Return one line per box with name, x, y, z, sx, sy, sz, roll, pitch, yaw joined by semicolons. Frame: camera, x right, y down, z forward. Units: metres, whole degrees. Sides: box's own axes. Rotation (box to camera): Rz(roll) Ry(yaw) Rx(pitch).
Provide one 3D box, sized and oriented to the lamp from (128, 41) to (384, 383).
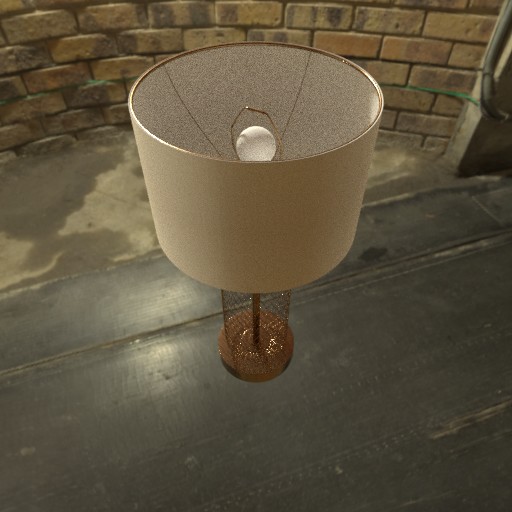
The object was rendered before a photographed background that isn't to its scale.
lamp;0.000;0.000;0.620;0.252;0.483;0.252;24;51;22
